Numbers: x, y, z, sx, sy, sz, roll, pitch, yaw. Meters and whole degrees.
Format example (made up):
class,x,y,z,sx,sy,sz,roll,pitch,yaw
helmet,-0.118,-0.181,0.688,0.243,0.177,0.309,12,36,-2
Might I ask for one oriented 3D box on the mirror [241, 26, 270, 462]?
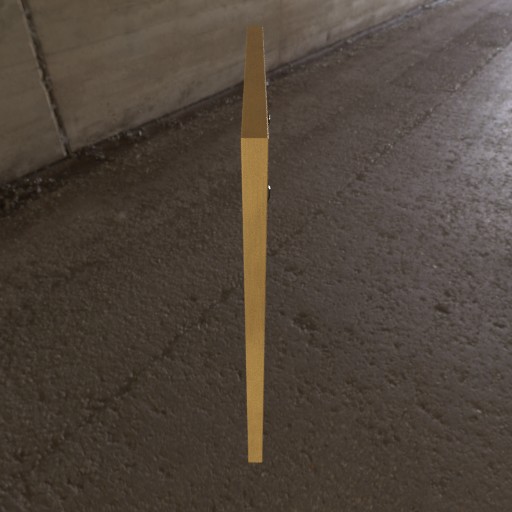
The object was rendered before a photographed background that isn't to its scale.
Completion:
class,x,y,z,sx,sy,sz,roll,pitch,yaw
mirror,0.000,0.000,1.113,0.041,0.915,0.609,0,40,0
